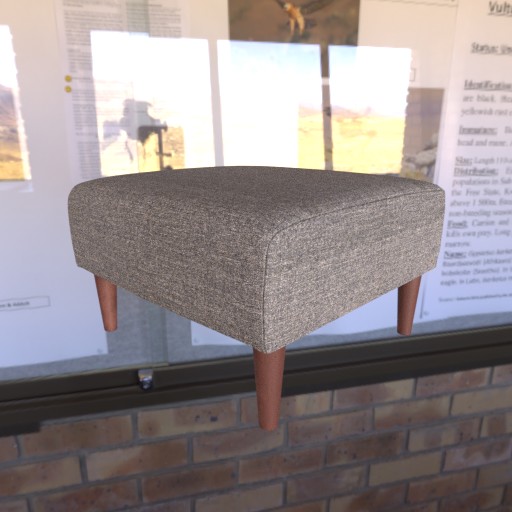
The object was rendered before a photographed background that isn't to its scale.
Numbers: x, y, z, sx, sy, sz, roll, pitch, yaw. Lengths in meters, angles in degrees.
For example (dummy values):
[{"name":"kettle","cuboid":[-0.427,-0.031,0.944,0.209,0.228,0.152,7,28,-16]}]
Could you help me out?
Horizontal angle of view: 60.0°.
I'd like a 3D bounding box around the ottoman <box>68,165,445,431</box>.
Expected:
[{"name":"ottoman","cuboid":[0.000,0.000,1.077,0.655,0.399,0.648,15,22,42]}]
